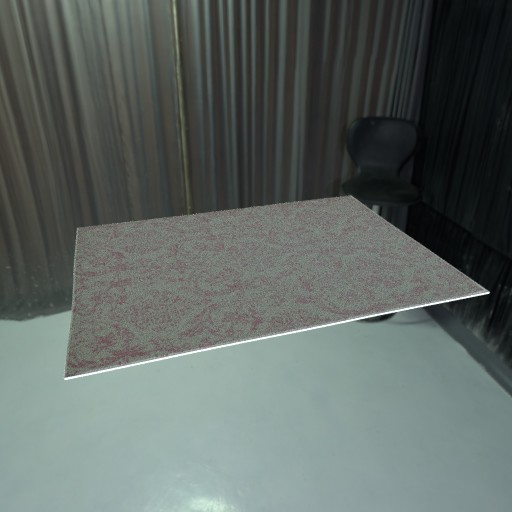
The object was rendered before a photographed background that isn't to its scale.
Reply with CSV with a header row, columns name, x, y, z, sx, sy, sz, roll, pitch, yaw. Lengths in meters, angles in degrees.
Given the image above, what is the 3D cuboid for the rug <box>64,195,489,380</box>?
name,x,y,z,sx,sy,sz,roll,pitch,yaw
rug,0.000,0.000,2.826,2.202,0.014,1.598,-9,29,-15
